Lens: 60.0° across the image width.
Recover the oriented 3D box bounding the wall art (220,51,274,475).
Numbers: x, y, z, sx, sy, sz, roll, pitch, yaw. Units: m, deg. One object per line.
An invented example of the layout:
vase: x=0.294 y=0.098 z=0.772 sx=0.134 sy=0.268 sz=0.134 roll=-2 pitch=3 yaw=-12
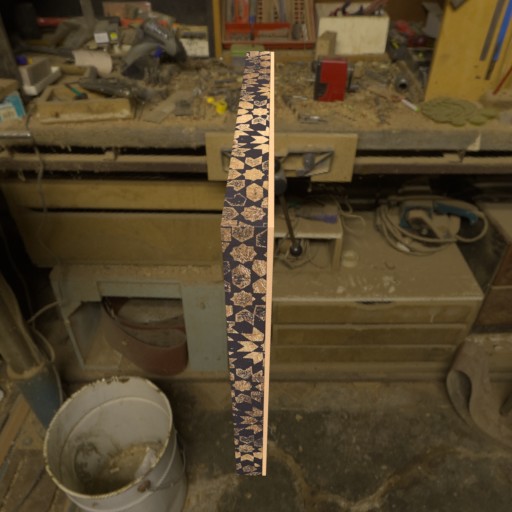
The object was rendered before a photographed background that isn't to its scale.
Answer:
wall art: x=0.000 y=0.000 z=0.597 sx=0.038 sy=0.405 sz=0.405 roll=1 pitch=41 yaw=1
